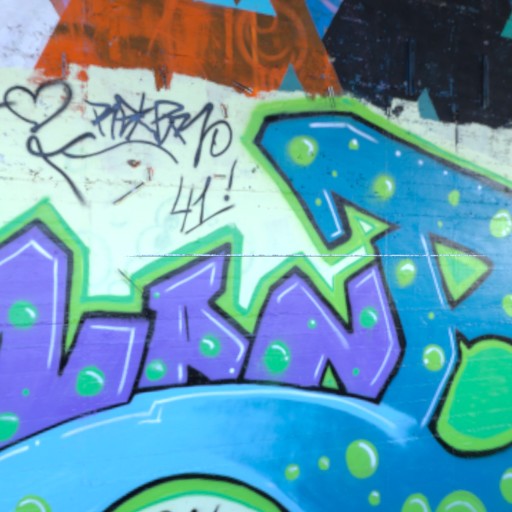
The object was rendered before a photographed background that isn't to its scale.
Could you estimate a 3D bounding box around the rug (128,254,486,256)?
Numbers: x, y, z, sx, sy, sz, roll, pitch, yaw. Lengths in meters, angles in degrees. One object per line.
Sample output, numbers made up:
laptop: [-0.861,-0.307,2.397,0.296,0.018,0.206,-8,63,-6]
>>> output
rug: [0.000,0.000,2.171,1.190,0.003,1.634,0,0,-18]
